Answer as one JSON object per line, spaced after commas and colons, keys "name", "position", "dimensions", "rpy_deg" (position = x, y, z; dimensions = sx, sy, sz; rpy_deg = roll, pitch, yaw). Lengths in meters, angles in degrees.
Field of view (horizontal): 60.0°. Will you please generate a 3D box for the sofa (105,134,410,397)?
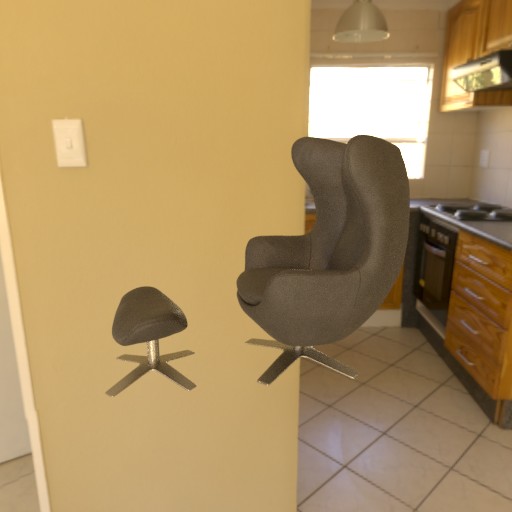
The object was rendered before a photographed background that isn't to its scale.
{"name": "sofa", "position": [0.000, 0.000, 2.166], "dimensions": [1.444, 1.135, 0.894], "rpy_deg": [-2, 15, -9]}
